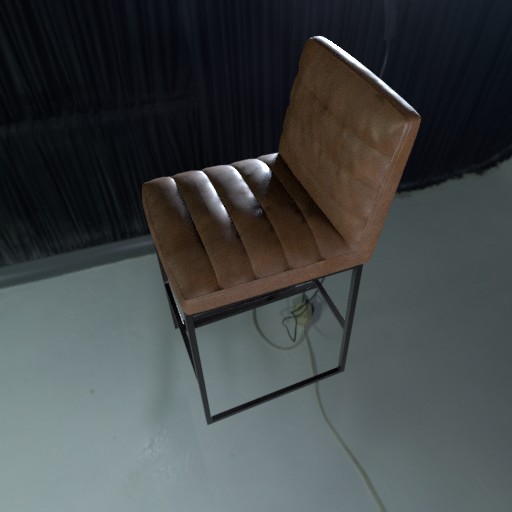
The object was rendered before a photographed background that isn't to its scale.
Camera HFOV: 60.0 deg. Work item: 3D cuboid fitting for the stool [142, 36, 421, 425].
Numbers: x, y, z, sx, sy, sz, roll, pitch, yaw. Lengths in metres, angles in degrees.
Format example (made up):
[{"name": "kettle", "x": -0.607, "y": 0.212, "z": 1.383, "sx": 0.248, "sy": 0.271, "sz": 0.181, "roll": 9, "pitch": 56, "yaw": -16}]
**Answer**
[{"name": "stool", "x": 0.000, "y": 0.000, "z": 1.335, "sx": 0.562, "sy": 1.065, "sz": 0.463, "roll": -17, "pitch": 50, "yaw": -15}]
